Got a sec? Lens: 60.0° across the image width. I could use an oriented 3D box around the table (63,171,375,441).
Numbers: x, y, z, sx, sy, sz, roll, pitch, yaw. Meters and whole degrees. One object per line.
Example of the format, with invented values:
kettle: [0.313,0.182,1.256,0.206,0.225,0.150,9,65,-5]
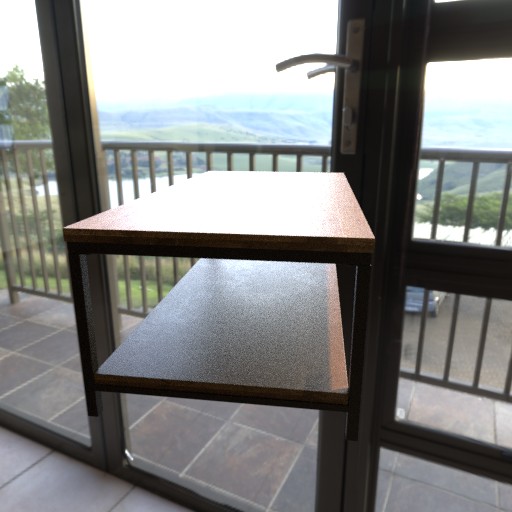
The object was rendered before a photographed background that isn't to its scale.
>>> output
table: [0.000,0.000,1.342,0.551,0.399,1.100,2,16,8]
